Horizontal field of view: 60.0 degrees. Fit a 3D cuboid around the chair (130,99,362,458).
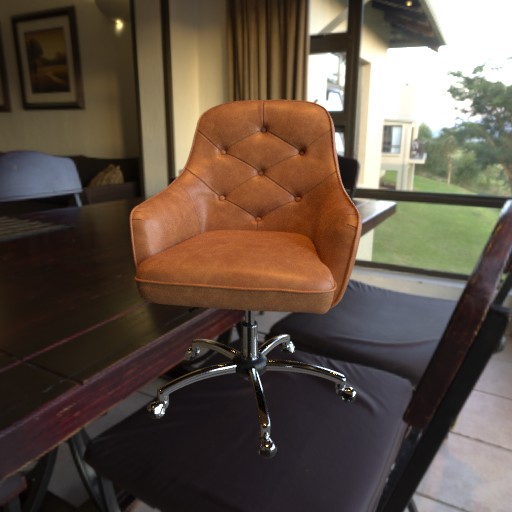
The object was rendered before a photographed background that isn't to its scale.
[{"bbox_3d":[0.000,0.000,1.307,0.628,0.909,0.615,3,16,10],"label":"chair"}]
